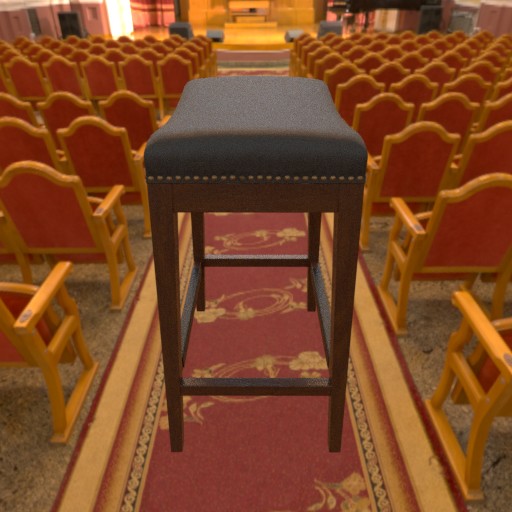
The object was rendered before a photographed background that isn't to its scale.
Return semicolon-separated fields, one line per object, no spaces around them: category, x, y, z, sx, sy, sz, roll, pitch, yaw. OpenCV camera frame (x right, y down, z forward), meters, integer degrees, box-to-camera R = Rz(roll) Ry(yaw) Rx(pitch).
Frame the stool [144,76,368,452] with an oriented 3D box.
stool;0.000;0.000;0.957;0.353;0.664;0.490;0;32;0
